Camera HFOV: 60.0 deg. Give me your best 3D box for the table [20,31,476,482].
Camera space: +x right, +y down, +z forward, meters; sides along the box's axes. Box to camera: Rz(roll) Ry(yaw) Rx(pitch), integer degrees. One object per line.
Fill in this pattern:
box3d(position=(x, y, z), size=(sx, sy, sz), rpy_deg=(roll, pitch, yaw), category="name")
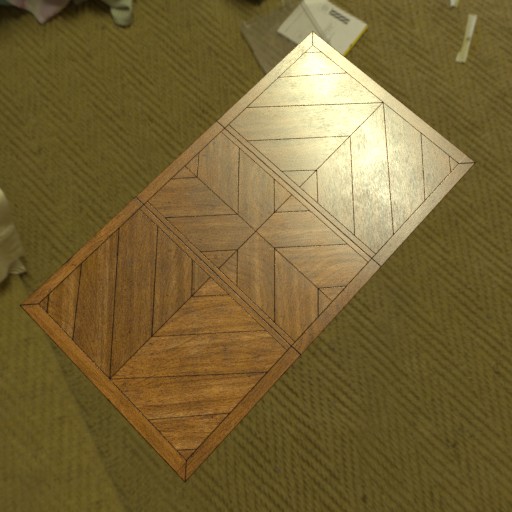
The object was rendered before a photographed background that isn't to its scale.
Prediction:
box3d(position=(0.000, 0.000, 1.841), size=(0.757, 0.760, 1.400), rpy_deg=(43, 81, 9), category="table")
